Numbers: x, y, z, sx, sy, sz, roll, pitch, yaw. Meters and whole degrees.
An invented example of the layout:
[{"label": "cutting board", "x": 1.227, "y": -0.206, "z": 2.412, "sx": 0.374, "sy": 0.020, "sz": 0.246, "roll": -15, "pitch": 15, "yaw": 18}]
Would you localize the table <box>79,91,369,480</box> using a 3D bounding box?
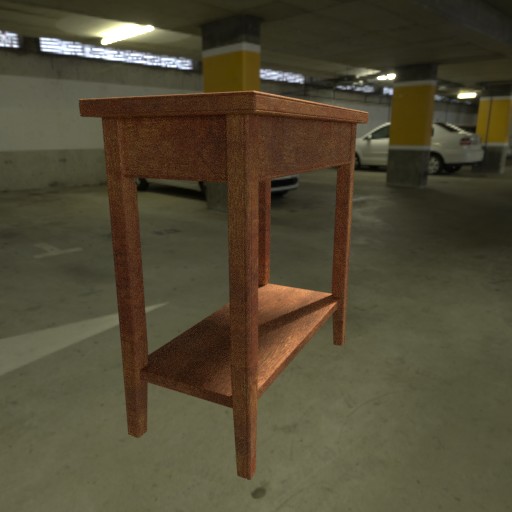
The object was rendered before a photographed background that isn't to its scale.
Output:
[{"label": "table", "x": 0.000, "y": 0.000, "z": 0.957, "sx": 0.305, "sy": 0.610, "sz": 0.610, "roll": 8, "pitch": 17, "yaw": 26}]
